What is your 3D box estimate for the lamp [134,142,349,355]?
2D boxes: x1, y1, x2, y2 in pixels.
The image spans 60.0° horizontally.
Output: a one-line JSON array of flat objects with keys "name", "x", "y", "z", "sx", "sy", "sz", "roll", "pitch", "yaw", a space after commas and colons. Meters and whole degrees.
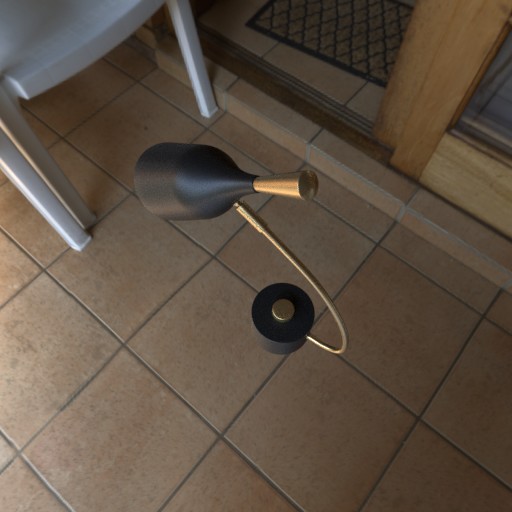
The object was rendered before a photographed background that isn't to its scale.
[{"name": "lamp", "x": 0.000, "y": 0.000, "z": 0.627, "sx": 0.352, "sy": 0.464, "sz": 0.110, "roll": 31, "pitch": 68, "yaw": 14}]
